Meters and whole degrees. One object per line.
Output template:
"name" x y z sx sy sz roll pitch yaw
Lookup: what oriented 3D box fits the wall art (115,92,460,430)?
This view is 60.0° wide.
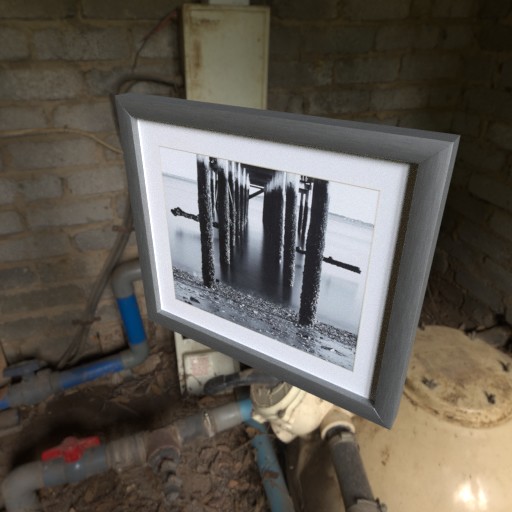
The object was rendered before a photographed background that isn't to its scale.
"wall art" 0.000 0.000 0.523 0.380 0.330 0.028 18 34 28
